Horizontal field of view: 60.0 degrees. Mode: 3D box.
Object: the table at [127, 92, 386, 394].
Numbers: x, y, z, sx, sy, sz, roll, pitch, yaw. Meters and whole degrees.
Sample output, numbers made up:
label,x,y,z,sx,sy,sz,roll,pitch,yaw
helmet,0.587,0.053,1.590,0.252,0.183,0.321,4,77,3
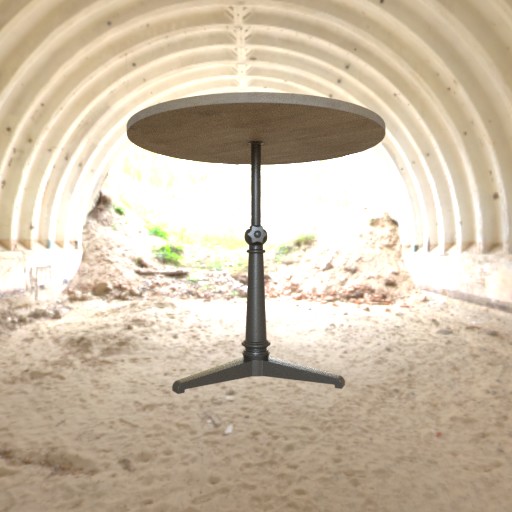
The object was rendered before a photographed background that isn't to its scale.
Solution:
label,x,y,z,sx,sy,sz,roll,pitch,yaw
table,0.000,0.000,1.435,0.800,0.780,0.800,0,1,0
